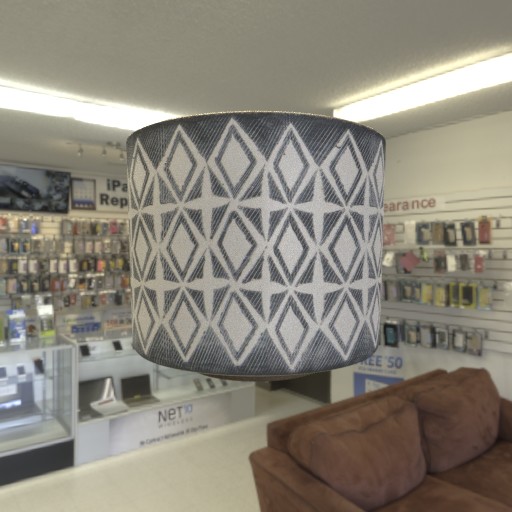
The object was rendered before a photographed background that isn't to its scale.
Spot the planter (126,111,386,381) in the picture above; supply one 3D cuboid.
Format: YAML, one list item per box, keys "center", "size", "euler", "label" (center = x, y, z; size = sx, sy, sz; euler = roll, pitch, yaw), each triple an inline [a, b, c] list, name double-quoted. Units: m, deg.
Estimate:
- center: [0.000, 0.000, 0.343]
  size: [0.192, 0.165, 0.192]
  euler: [0, 1, 0]
  label: "planter"
